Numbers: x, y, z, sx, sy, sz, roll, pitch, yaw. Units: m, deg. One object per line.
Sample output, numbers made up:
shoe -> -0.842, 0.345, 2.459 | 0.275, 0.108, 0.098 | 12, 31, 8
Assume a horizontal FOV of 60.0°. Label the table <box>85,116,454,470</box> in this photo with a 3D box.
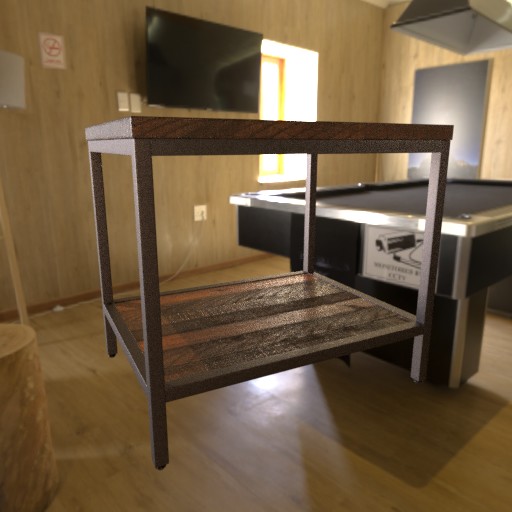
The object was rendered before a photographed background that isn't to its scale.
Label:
table -> 0.000, 0.000, 1.090 | 0.678, 0.612, 0.524 | -7, 16, -26
